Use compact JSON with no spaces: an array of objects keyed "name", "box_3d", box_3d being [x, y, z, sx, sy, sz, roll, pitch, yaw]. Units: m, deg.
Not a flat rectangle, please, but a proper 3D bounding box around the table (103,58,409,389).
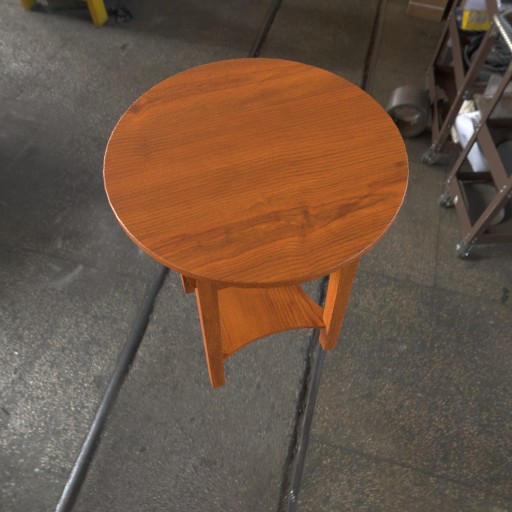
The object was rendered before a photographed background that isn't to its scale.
[{"name":"table","box_3d":[0.000,0.000,0.931,0.457,0.610,0.457,0,58,0]}]
